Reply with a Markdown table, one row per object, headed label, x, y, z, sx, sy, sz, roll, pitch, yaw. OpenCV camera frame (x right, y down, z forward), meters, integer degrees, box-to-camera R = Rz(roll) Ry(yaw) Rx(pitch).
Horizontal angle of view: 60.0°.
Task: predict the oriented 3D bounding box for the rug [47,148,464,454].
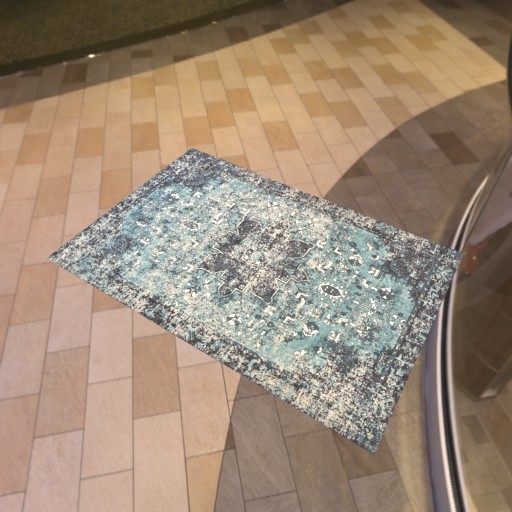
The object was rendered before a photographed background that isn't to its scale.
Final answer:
| label | x | y | z | sx | sy | sz | roll | pitch | yaw |
| --- | --- | --- | --- | --- | --- | --- | --- | --- | --- |
| rug | 0.000 | 0.000 | 2.332 | 1.828 | 0.005 | 1.219 | 25 | 52 | 22 |
